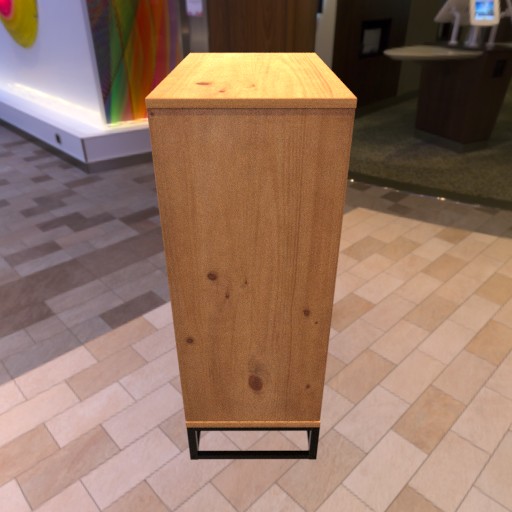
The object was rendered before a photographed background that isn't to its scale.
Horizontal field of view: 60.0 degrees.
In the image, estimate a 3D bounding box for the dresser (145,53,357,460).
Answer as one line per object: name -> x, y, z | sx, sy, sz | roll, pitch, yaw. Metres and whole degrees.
dresser -> 0.000, 0.000, 1.583 | 0.479, 1.240, 0.761 | 0, 31, 0
